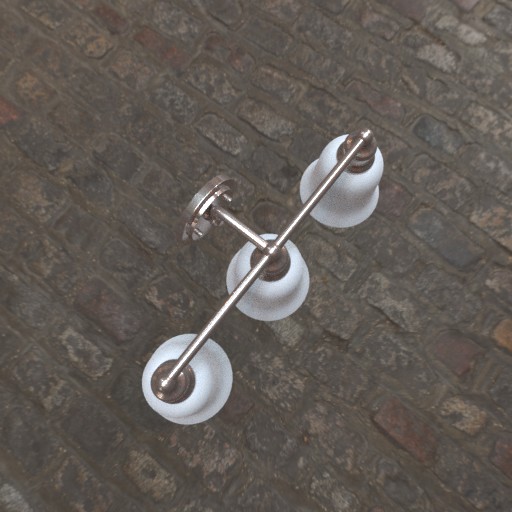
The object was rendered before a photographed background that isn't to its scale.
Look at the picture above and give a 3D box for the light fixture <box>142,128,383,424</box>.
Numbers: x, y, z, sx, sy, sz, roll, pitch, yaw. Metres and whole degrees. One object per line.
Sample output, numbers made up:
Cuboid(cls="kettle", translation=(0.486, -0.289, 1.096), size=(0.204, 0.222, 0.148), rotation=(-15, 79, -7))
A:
Cuboid(cls="light fixture", translation=(0.000, 0.000, 0.677), size=(0.198, 0.211, 0.570), rotation=(38, 79, 8))
